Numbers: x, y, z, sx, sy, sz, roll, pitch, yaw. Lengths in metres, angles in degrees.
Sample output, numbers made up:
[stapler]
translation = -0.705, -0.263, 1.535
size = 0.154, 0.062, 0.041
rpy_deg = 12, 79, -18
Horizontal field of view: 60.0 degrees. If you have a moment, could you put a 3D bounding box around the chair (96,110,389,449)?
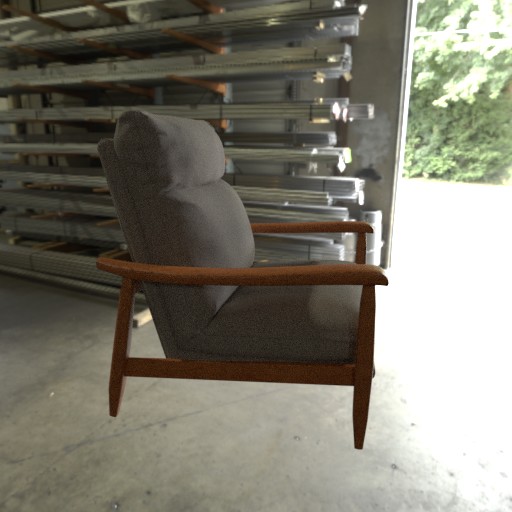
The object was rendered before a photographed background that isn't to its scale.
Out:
[chair]
translation = 0.000, 0.000, 1.518
size = 0.816, 0.922, 0.782
rpy_deg = 3, 15, 11
